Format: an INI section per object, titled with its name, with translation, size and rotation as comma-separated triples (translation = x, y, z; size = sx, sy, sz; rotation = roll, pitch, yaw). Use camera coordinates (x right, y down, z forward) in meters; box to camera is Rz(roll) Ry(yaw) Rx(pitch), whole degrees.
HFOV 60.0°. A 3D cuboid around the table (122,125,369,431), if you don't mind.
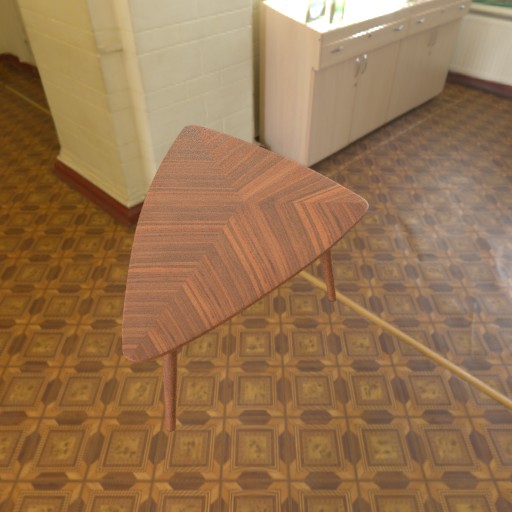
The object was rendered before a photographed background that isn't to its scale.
[table]
translation = 0.000, 0.000, 1.300
size = 0.601, 0.365, 1.008
rotation = 0, 40, 0
